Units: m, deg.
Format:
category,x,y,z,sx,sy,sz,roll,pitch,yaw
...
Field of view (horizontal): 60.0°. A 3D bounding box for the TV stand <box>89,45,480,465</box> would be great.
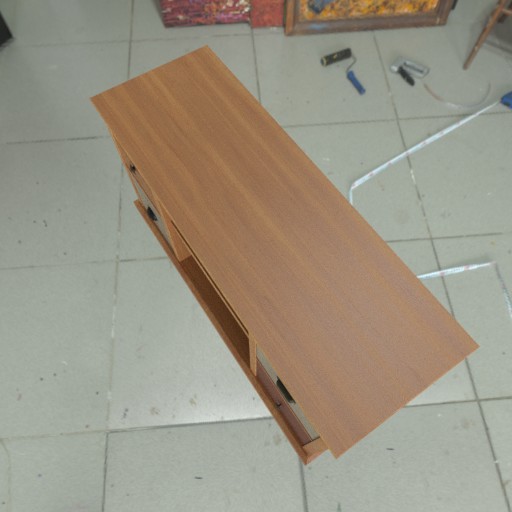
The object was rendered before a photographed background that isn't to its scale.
category,x,y,z,sx,sy,sz,roll,pitch,yaw
TV stand,0.000,0.000,1.423,0.417,0.607,1.181,-31,68,-14
